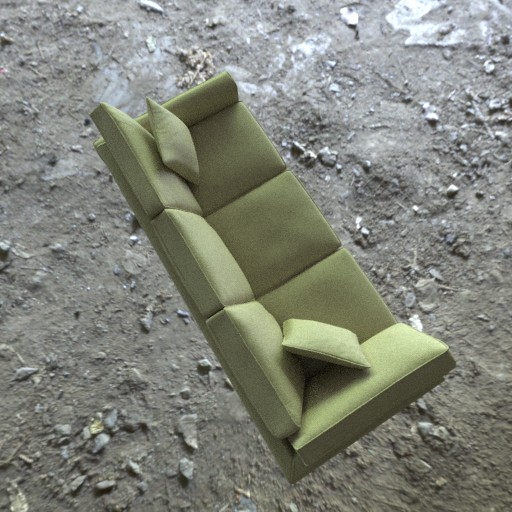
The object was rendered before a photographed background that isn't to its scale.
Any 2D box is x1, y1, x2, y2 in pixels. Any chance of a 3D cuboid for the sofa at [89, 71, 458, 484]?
[{"bbox_3d":[0.000,0.000,2.786,1.053,0.948,2.323,-31,77,-8],"label":"sofa"}]
